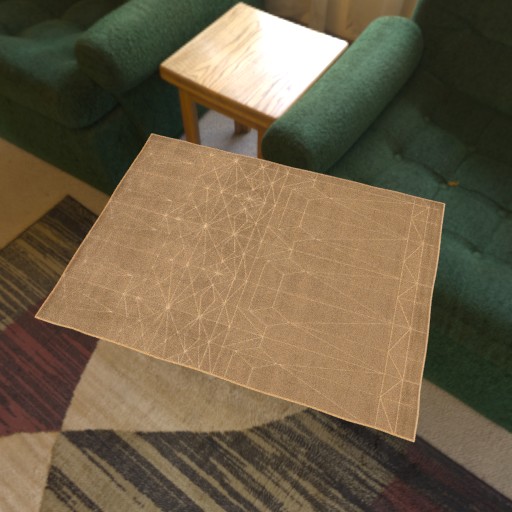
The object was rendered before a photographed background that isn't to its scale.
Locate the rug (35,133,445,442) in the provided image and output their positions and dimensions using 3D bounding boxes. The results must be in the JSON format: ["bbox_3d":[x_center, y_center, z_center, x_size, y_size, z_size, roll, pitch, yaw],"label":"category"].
[{"bbox_3d":[0.000,0.000,4.279,3.357,0.019,2.449,15,60,9],"label":"rug"}]
